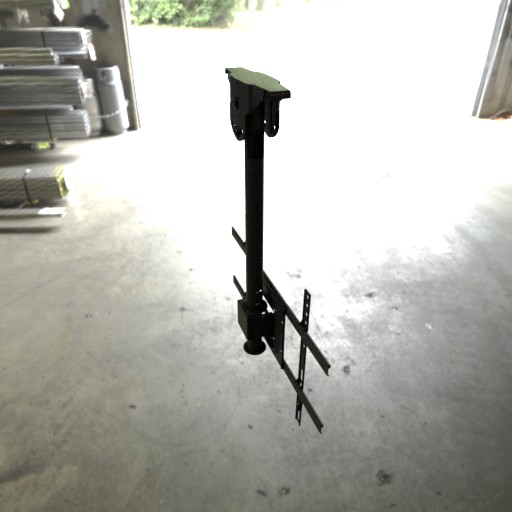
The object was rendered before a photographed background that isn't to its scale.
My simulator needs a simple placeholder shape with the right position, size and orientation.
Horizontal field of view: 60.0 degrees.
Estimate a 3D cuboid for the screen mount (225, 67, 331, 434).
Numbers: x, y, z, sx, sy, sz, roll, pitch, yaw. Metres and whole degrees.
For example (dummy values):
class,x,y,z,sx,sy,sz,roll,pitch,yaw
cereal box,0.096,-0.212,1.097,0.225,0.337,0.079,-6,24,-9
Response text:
class,x,y,z,sx,sy,sz,roll,pitch,yaw
screen mount,0.000,0.000,1.022,0.090,0.775,0.595,-11,34,-17
